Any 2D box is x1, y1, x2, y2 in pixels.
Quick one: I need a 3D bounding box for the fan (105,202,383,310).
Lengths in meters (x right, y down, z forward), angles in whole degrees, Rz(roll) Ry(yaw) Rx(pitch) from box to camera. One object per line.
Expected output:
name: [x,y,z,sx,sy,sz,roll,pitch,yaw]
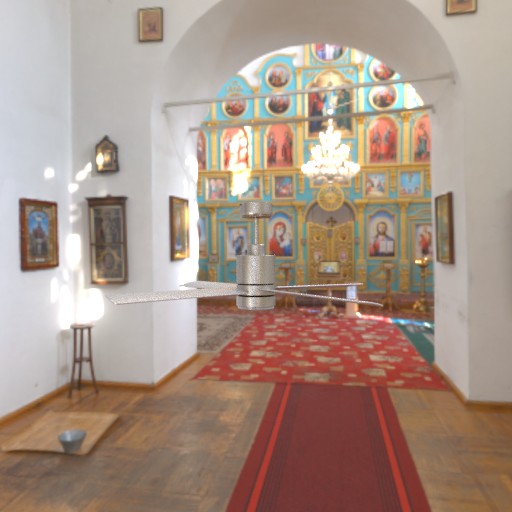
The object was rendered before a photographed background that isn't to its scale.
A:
fan: [0.000,0.000,2.306,1.525,0.539,1.525,0,0,-35]
